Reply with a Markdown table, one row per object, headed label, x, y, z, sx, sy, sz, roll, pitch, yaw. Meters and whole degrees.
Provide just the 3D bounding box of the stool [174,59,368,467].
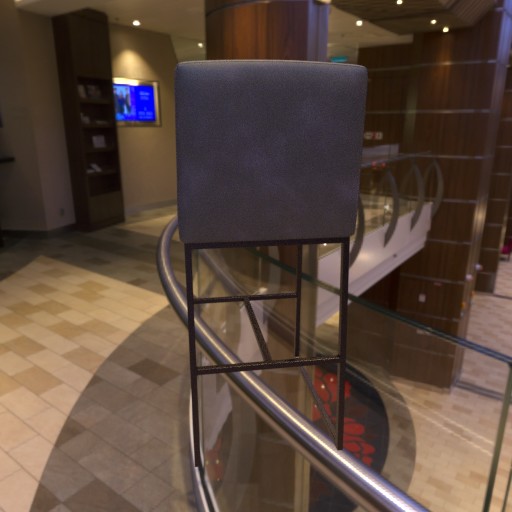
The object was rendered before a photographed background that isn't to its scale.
| label | x | y | z | sx | sy | sz | roll | pitch | yaw |
| --- | --- | --- | --- | --- | --- | --- | --- | --- | --- |
| stool | 0.000 | 0.000 | 1.385 | 0.463 | 1.065 | 0.562 | -3 | 17 | -9 |
